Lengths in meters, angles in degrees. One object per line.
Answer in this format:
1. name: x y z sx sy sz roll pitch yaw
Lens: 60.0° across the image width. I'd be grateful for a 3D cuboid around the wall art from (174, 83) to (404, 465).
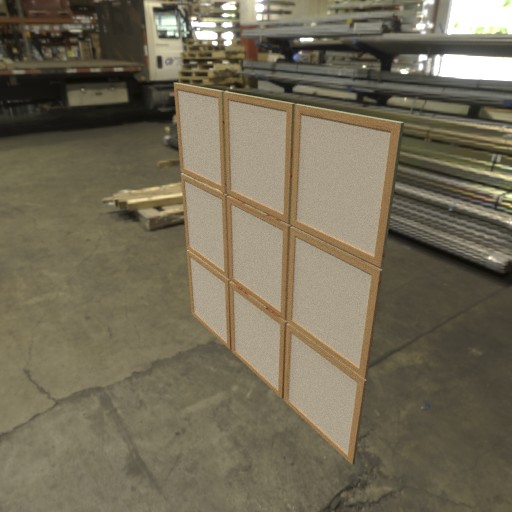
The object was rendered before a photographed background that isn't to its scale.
1. wall art: 0.000 0.000 1.792 0.013 1.219 1.214 -18 32 -32
